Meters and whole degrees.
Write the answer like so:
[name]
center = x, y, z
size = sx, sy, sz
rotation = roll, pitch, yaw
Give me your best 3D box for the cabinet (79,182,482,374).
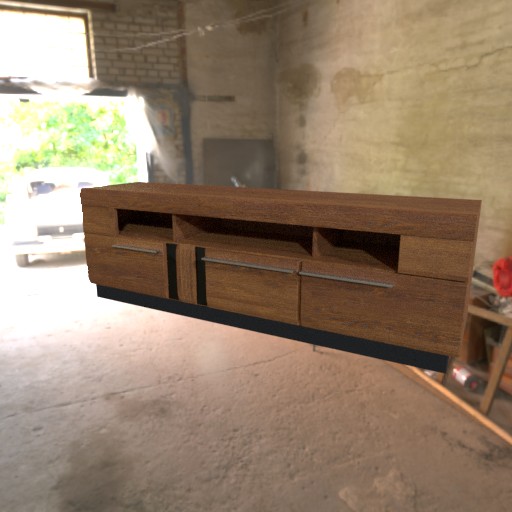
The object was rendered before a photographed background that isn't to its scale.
[cabinet]
center = 0.000, 0.000, 1.828
size = 1.600, 0.510, 0.419
rotation = 8, 16, 27
